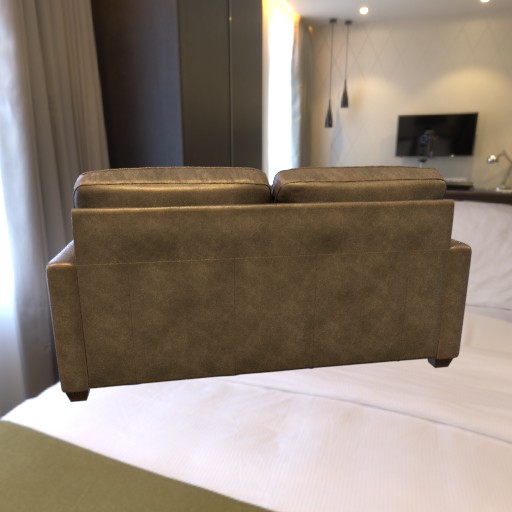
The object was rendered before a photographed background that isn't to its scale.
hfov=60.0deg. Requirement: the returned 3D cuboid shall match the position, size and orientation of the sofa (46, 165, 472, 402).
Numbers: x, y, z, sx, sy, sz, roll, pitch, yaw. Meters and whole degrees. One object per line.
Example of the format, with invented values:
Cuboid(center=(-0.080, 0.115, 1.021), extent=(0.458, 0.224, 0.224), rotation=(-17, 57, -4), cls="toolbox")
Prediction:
Cuboid(center=(0.000, 0.000, 2.203), extent=(1.732, 0.916, 0.939), rotation=(-3, 15, -10), cls="sofa")
